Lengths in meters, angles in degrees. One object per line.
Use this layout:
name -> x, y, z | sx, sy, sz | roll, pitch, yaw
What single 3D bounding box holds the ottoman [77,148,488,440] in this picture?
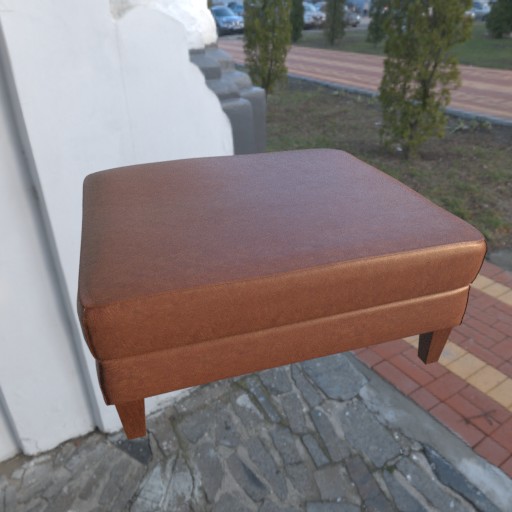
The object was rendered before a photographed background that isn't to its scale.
ottoman -> 0.000, 0.000, 1.391 | 0.987, 0.472, 0.836 | -9, 31, -15
